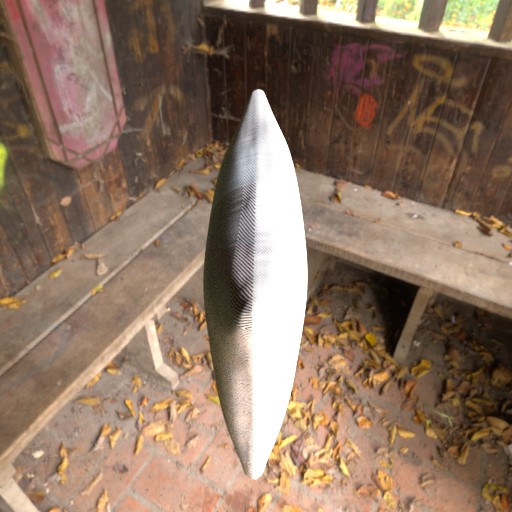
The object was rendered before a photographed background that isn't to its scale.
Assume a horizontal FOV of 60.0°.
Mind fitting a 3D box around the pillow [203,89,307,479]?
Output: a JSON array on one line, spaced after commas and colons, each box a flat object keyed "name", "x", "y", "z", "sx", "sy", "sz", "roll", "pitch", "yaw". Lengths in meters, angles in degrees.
[{"name": "pillow", "x": 0.000, "y": 0.000, "z": 0.641, "sx": 0.139, "sy": 0.305, "sz": 0.506, "roll": 0, "pitch": 41, "yaw": 1}]
